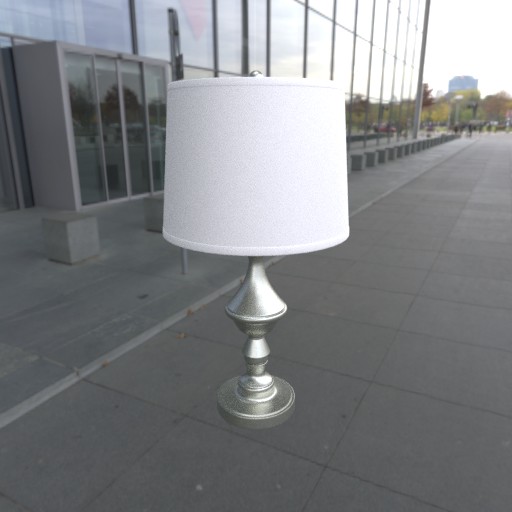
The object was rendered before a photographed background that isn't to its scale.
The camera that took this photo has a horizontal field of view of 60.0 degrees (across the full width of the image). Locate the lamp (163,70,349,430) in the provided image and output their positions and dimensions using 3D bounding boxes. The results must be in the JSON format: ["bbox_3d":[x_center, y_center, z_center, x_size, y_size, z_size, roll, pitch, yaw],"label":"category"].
[{"bbox_3d":[0.000,0.000,0.945,0.383,0.733,0.383,0,17,0],"label":"lamp"}]
